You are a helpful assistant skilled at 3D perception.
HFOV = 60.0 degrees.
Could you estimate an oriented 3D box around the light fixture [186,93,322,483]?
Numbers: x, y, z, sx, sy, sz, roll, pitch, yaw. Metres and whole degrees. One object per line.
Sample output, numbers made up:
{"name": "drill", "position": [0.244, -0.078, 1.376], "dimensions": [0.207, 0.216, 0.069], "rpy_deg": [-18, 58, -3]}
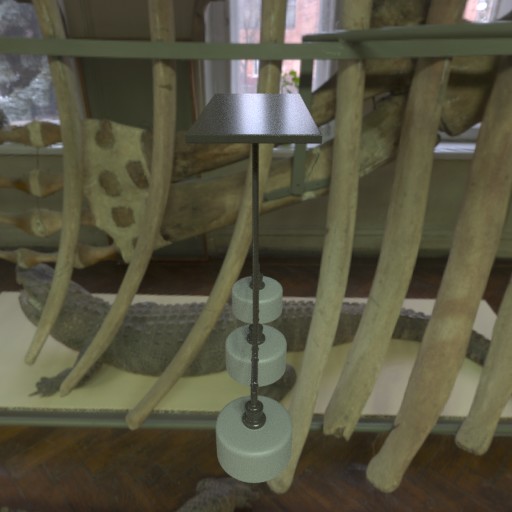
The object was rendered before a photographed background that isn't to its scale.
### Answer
{"name": "light fixture", "position": [0.000, 0.000, 0.875], "dimensions": [0.177, 0.557, 0.582], "rpy_deg": [0, 27, 1]}
